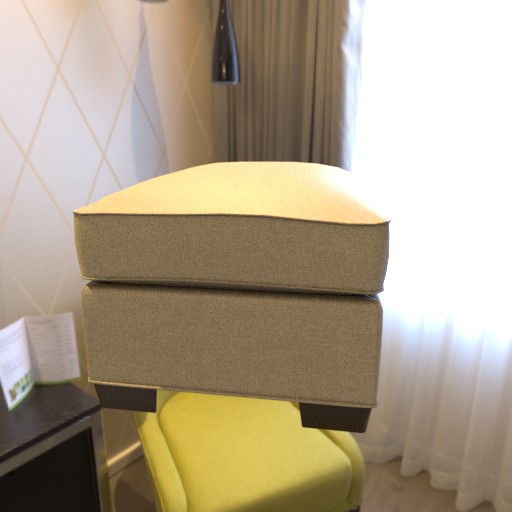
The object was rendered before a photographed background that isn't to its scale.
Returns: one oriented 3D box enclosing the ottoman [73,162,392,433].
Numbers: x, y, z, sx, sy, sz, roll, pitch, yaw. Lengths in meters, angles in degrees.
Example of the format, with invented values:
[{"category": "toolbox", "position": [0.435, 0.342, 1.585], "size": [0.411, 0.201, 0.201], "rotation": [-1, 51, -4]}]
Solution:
[{"category": "ottoman", "position": [0.000, 0.000, 1.257], "size": [0.619, 0.504, 0.843], "rotation": [2, 16, 8]}]
